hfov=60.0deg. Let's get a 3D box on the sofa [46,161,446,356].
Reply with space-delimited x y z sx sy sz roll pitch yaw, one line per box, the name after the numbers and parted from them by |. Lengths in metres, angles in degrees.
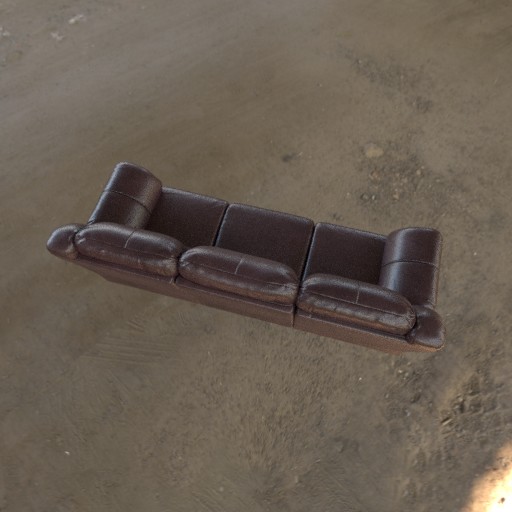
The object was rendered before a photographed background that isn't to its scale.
0.000 0.000 2.945 2.337 1.043 0.991 13 62 7 | sofa
